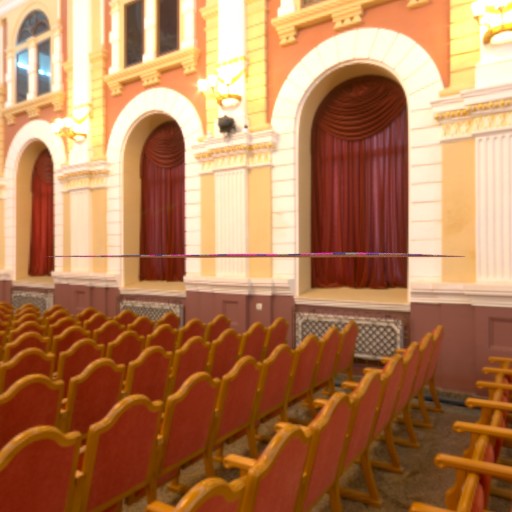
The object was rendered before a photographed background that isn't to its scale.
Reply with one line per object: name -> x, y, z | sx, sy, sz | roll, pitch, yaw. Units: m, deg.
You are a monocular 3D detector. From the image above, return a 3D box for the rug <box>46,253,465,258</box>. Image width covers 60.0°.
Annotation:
rug -> 0.000, 0.000, 2.946 | 2.350, 0.013, 1.539 | 0, -1, 33
